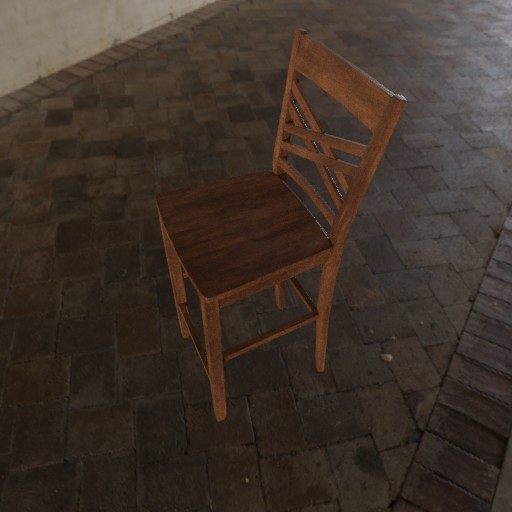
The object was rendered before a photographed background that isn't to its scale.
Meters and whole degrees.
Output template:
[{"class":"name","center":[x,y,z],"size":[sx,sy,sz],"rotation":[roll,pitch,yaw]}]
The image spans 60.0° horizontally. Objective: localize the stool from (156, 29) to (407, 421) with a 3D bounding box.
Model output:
[{"class":"stool","center":[0.000,0.000,1.345],"size":[0.487,1.105,0.433],"rotation":[-18,49,-17]}]
